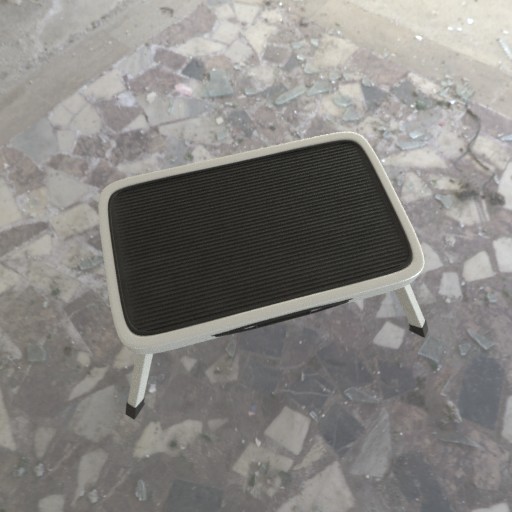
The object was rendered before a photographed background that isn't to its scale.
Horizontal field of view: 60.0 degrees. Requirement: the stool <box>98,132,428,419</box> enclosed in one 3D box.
[{"bbox_3d":[0.000,0.000,0.635,0.460,0.170,0.320,-14,64,-7],"label":"stool"}]
